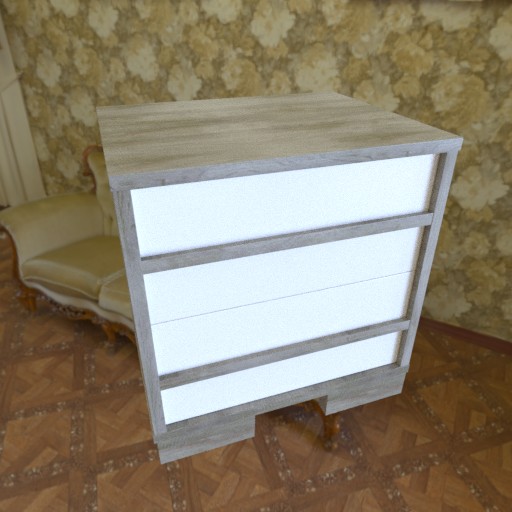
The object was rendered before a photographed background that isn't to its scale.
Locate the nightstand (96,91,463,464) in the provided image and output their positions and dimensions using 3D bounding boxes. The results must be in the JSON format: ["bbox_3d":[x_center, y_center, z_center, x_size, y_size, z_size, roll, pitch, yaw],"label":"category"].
[{"bbox_3d":[0.000,0.000,0.744,0.427,0.448,0.347,-10,31,-17],"label":"nightstand"}]
